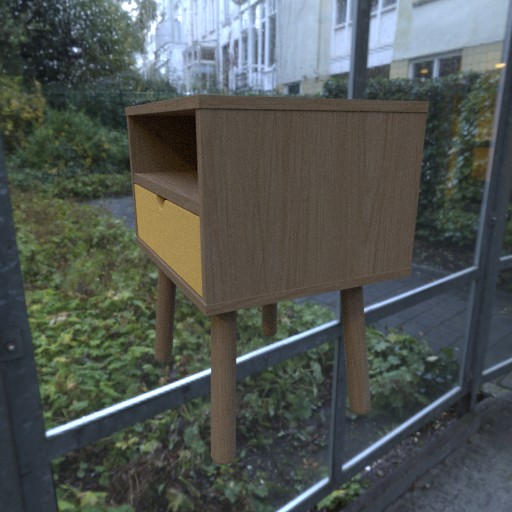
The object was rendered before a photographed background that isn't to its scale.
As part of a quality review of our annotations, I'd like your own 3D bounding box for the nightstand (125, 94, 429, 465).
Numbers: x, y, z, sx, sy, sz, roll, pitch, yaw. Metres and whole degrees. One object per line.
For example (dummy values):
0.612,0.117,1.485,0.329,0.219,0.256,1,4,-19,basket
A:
0.000,0.000,0.885,0.380,0.571,0.450,-8,18,-26,nightstand
